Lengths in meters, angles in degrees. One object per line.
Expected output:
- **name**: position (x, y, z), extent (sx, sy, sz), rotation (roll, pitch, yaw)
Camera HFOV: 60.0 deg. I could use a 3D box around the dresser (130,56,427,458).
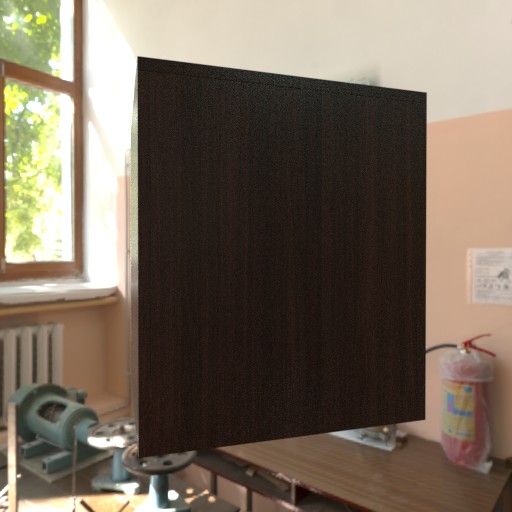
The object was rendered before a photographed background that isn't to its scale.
- **dresser**: position (0.000, 0.000, 0.749), extent (0.400, 0.470, 0.360), rotation (0, 1, -17)
